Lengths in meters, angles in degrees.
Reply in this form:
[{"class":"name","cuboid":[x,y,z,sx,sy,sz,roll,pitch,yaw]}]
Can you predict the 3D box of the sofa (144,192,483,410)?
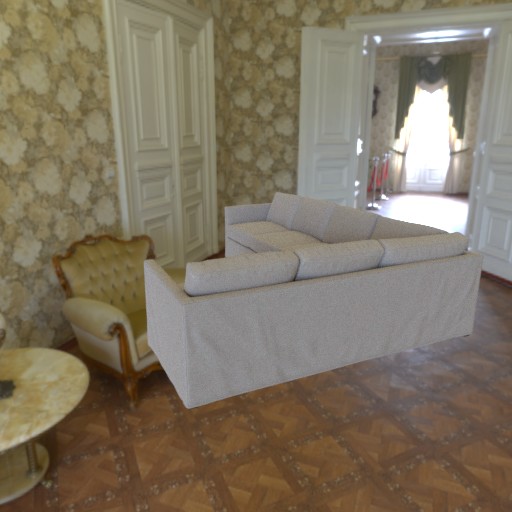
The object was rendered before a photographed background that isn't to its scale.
[{"class":"sofa","cuboid":[0.000,0.000,4.368,2.432,0.871,3.182,-7,17,-24]}]
